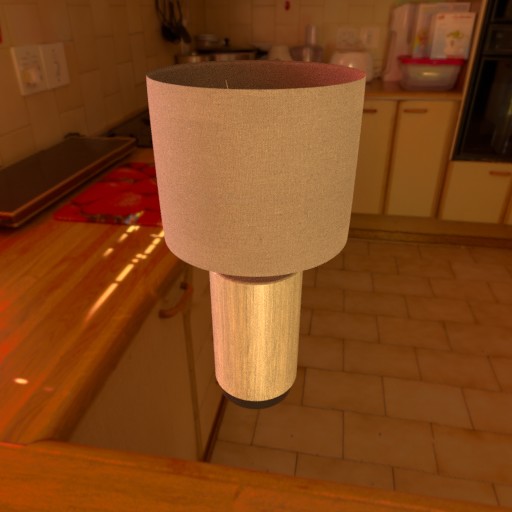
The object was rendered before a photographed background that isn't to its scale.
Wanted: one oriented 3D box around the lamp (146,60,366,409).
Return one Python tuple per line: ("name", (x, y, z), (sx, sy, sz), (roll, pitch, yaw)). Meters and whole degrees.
("lamp", (0.000, 0.000, 0.575), (0.228, 0.444, 0.228), (-10, 31, -18))
